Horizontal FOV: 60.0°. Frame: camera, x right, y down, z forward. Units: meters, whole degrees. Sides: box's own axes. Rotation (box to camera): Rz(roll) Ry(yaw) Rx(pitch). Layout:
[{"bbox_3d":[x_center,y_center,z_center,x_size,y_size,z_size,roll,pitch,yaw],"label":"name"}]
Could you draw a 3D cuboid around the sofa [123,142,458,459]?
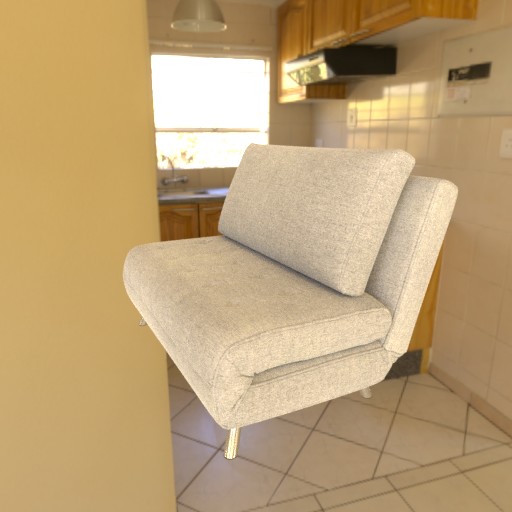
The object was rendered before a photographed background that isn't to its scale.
[{"bbox_3d":[0.000,0.000,1.884,0.910,0.910,1.220,-8,18,-27],"label":"sofa"}]
